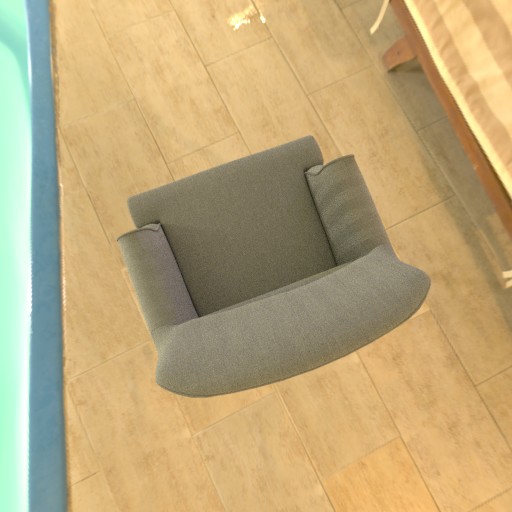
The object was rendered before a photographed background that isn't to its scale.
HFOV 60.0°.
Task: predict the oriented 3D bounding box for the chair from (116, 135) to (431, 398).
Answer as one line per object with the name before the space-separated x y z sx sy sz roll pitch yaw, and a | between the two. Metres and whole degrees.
chair | 0.000 0.000 1.476 0.772 0.880 0.755 -20 78 -4
